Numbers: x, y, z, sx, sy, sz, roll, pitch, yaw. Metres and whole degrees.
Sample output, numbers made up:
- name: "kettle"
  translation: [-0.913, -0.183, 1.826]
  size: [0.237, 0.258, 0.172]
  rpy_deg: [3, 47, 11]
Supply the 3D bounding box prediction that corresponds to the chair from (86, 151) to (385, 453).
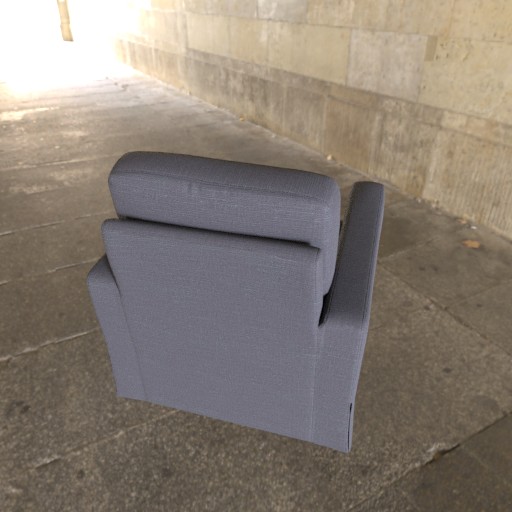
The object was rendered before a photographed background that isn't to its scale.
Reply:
- name: "chair"
  translation: [0.000, 0.000, 1.503]
  size: [0.798, 0.855, 0.863]
  rpy_deg: [9, 32, 14]
